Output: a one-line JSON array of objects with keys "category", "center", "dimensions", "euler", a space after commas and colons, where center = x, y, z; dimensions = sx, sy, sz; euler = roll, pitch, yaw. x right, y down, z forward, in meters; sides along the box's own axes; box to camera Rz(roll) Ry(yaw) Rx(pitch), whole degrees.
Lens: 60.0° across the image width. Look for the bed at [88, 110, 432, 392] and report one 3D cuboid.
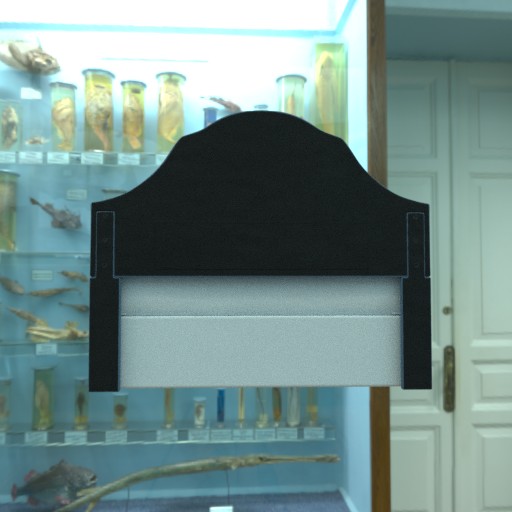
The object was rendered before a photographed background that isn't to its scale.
[{"category": "bed", "center": [0.000, 0.000, 3.773], "dimensions": [2.039, 1.617, 2.477], "euler": [0, -2, -2]}]
